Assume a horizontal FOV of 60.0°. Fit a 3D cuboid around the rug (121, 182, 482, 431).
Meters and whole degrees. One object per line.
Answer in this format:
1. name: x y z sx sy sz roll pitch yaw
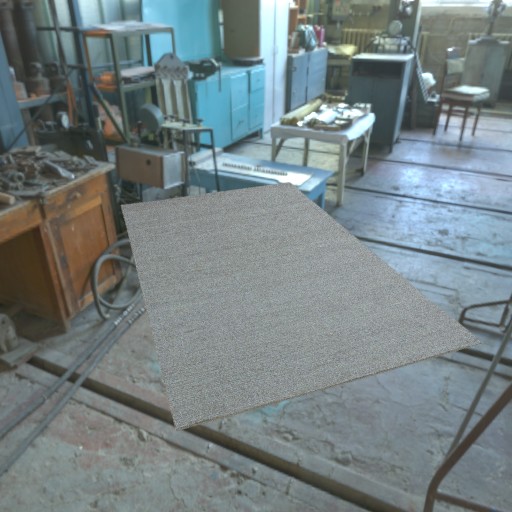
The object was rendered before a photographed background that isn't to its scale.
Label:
1. rug: 0.000 0.000 2.208 1.154 0.021 1.792 -10 31 -17
